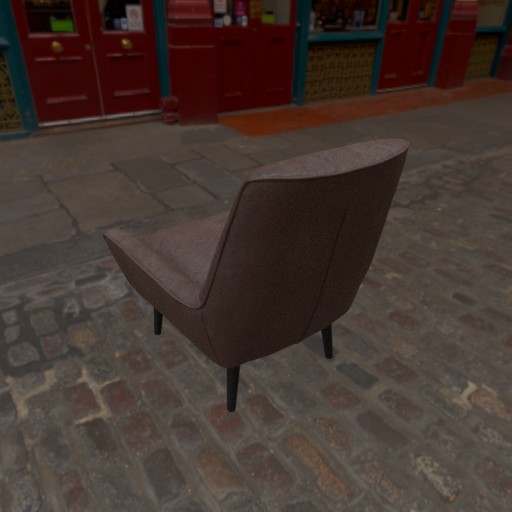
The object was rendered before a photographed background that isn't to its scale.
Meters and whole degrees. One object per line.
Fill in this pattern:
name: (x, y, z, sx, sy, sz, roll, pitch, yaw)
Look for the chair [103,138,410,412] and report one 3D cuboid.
chair: (0.000, 0.000, 1.501, 0.787, 0.888, 0.824, -19, 35, -30)
